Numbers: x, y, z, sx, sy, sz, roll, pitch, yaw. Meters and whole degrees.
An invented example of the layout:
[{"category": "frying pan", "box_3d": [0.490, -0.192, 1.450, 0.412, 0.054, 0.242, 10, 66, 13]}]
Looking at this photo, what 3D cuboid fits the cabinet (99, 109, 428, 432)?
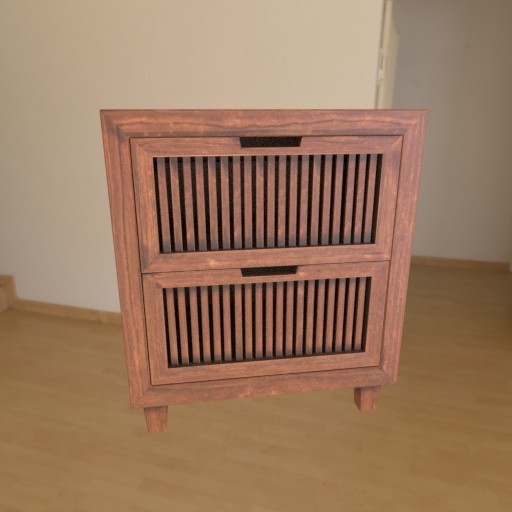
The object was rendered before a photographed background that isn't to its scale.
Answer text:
[{"category": "cabinet", "box_3d": [0.000, 0.000, 1.105, 0.607, 0.695, 0.410, -3, 19, -8]}]
